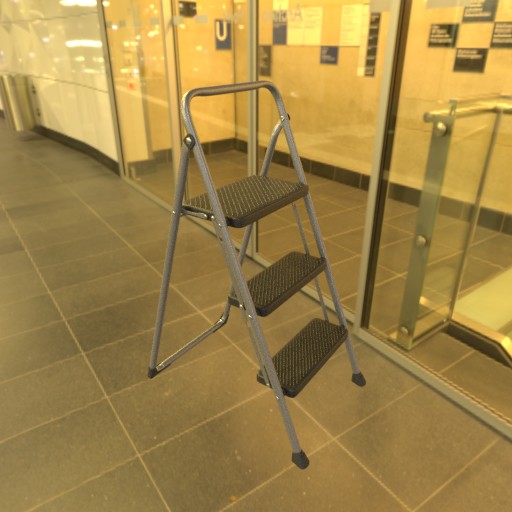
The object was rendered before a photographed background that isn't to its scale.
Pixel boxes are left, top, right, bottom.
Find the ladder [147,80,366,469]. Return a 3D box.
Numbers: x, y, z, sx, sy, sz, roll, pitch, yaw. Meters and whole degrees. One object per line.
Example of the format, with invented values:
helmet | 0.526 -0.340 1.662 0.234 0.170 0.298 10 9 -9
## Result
ladder | 0.000 0.000 1.310 0.629 0.945 0.430 17 31 31
